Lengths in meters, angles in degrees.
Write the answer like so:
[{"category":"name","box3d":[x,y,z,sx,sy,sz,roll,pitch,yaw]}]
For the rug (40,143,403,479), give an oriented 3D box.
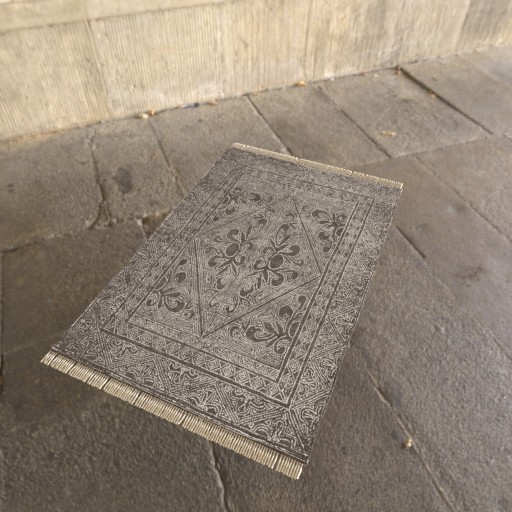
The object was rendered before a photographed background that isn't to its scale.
[{"category":"rug","box3d":[0.000,0.000,2.995,1.529,0.010,2.440,18,48,16]}]
